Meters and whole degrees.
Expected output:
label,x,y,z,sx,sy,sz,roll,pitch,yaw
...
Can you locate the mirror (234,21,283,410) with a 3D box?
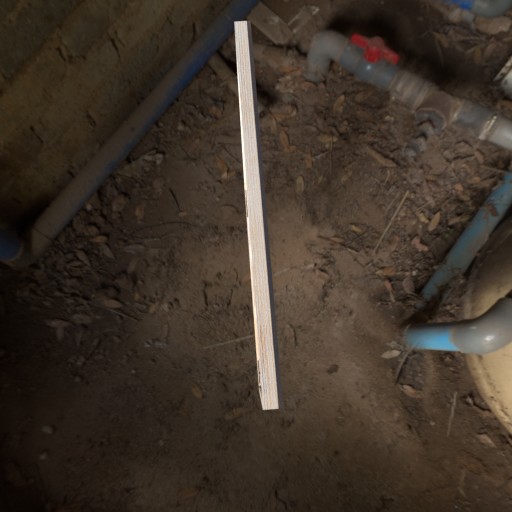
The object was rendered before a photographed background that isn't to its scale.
label,x,y,z,sx,sy,sz,roll,pitch,yaw
mirror,0.000,0.000,1.211,0.032,0.882,0.730,-4,75,-1
